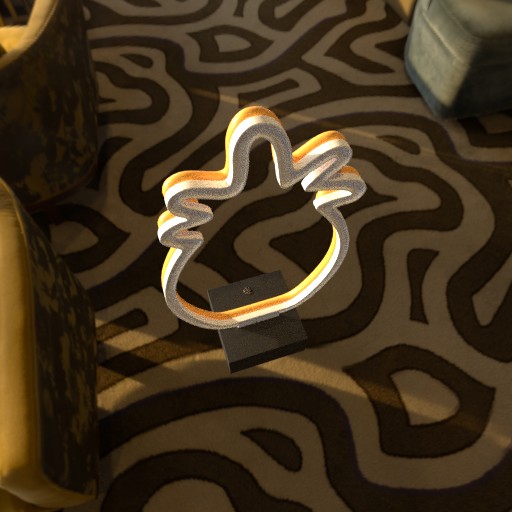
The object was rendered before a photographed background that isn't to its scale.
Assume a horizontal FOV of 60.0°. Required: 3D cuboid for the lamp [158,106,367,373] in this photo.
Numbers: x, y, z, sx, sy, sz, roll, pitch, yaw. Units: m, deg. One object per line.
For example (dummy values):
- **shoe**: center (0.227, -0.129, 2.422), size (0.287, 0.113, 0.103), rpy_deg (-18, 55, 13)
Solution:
- **lamp**: center (0.000, 0.000, 0.383), size (0.167, 0.317, 0.088), rpy_deg (-15, 60, -9)
